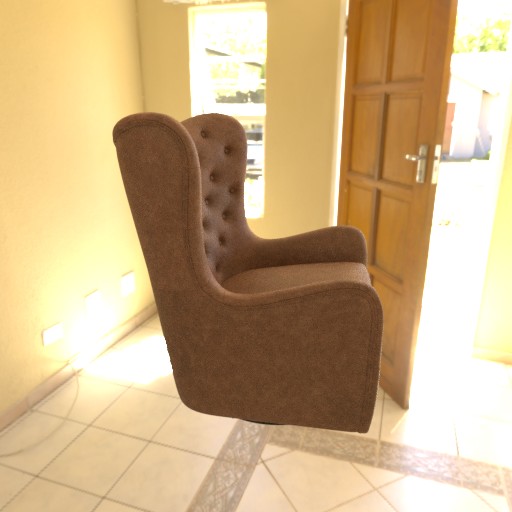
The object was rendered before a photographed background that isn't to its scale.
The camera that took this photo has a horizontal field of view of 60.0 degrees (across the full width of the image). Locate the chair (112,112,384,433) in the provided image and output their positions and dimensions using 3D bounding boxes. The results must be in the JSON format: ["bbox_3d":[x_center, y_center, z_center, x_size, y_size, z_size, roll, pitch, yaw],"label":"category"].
[{"bbox_3d":[0.000,0.000,1.750,0.930,1.079,0.831,3,18,9],"label":"chair"}]
